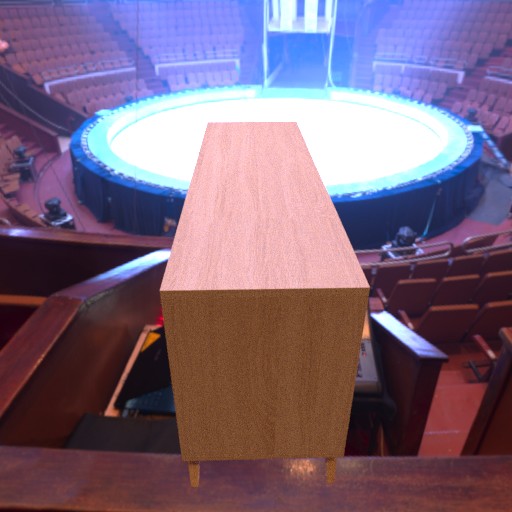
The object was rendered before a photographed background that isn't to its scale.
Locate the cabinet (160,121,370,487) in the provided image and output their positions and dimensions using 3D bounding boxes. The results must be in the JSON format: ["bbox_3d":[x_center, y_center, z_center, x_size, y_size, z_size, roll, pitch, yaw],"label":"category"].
[{"bbox_3d":[0.000,0.000,1.960,0.500,0.780,1.649,-1,30,-1],"label":"cabinet"}]
